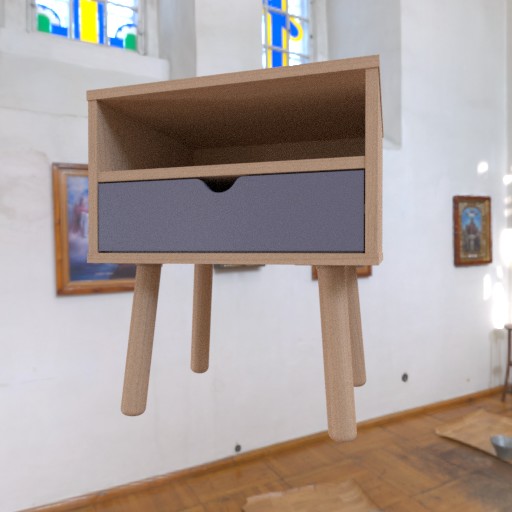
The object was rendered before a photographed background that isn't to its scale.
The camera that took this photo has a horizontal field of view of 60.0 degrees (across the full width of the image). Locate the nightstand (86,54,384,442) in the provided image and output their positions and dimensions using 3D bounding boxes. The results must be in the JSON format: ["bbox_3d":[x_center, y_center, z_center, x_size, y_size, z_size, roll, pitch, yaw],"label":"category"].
[{"bbox_3d":[0.000,0.000,0.826,0.450,0.530,0.380,0,1,17],"label":"nightstand"}]
